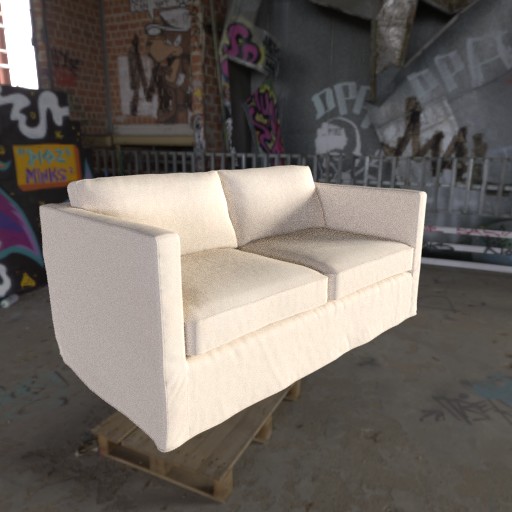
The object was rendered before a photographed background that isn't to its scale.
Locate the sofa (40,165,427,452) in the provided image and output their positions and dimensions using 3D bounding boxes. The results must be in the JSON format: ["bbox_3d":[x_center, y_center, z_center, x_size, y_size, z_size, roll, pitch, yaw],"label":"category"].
[{"bbox_3d":[0.000,0.000,2.233,1.746,0.834,0.962,-14,20,-42],"label":"sofa"}]
